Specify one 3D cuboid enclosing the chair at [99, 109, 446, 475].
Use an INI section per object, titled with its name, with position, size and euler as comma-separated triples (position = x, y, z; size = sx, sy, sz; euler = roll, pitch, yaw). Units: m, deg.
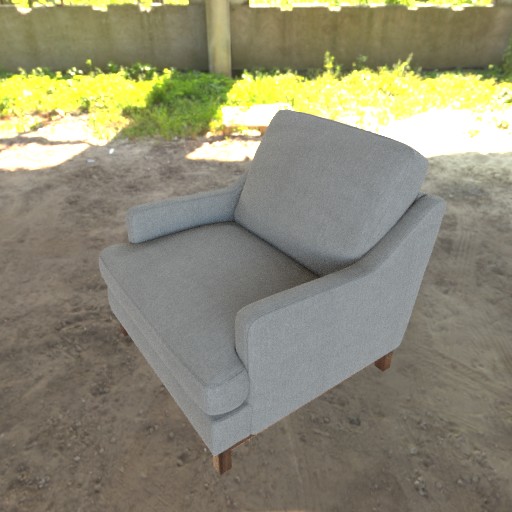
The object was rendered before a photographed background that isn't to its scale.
[chair]
position = 0.000, 0.000, 1.540
size = 0.892, 0.821, 0.826
euler = -20, 36, -30
